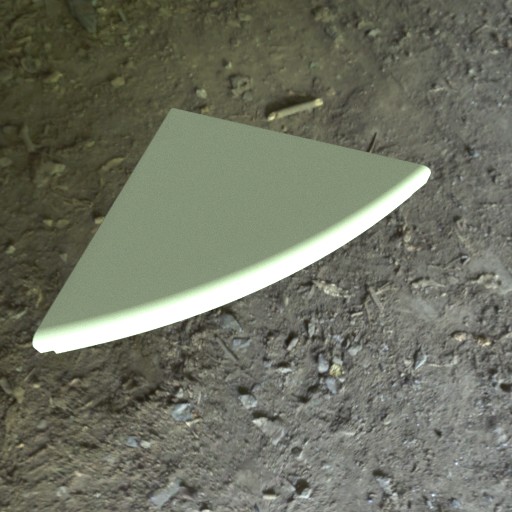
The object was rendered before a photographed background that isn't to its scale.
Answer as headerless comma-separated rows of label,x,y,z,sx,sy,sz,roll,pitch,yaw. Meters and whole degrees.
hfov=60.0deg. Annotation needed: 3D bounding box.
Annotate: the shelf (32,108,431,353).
shelf,0.000,0.000,0.451,0.310,0.050,0.310,15,60,9
